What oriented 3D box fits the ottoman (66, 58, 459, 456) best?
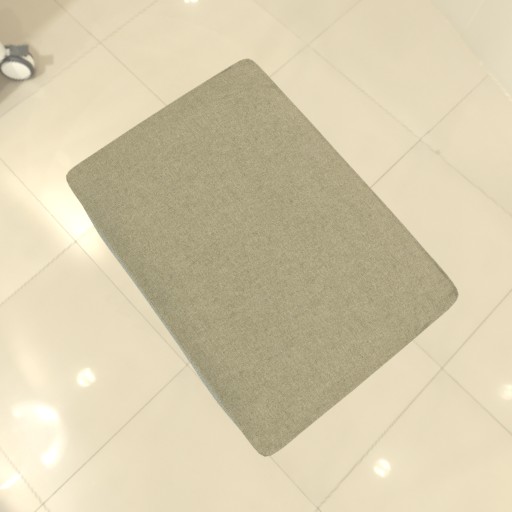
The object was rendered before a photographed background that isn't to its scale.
[{"bbox_3d":[0.000,0.000,1.252,0.611,0.508,0.848,-36,78,-9],"label":"ottoman"}]
